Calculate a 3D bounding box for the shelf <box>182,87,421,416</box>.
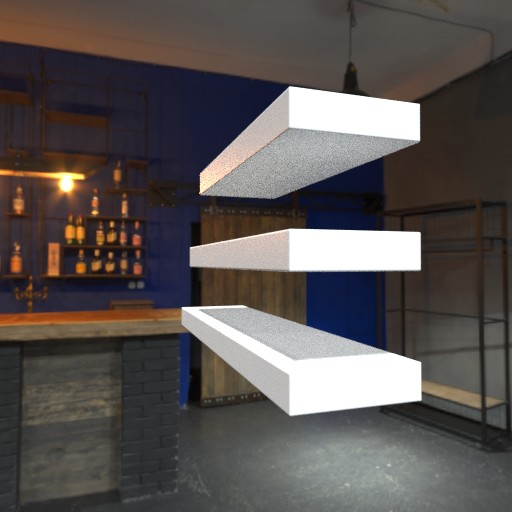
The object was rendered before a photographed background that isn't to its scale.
[{"bbox_3d":[0.000,0.000,0.703,0.140,0.293,0.610,0,-1,-18],"label":"shelf"}]
